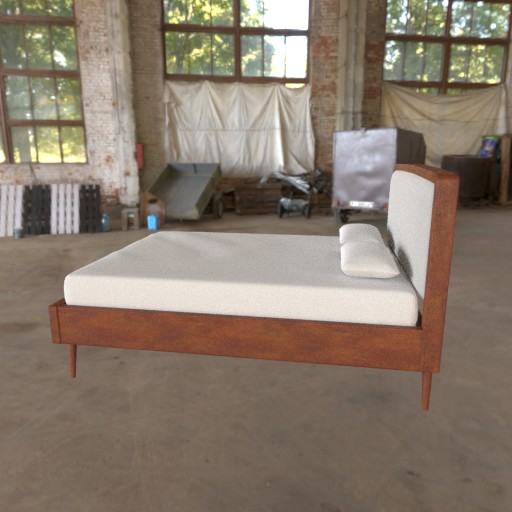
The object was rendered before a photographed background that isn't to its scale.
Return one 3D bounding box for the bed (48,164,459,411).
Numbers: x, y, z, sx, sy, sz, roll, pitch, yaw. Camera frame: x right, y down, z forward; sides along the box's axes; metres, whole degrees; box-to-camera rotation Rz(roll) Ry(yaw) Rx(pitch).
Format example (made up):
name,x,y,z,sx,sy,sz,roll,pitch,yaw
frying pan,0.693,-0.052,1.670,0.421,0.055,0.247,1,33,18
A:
name,x,y,z,sx,sy,sz,roll,pitch,yaw
bed,0.000,0.000,3.137,2.196,1.275,1.587,2,14,9
